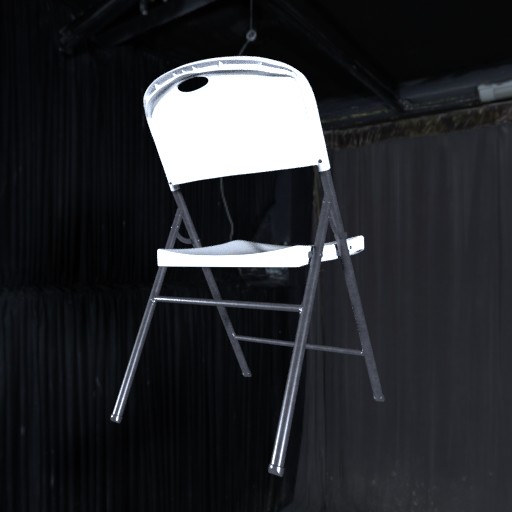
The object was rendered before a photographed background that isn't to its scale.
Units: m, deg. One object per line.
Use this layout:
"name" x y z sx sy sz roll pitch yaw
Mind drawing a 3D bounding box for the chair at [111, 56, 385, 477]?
"chair" 0.000 0.000 1.163 0.494 0.810 0.566 -1 -1 35
